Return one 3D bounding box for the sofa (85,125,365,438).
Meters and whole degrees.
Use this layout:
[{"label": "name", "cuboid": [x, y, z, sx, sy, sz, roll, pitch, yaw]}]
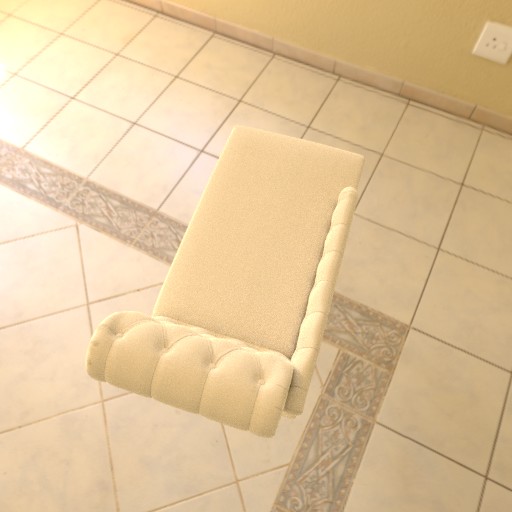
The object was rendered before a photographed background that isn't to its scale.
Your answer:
[{"label": "sofa", "cuboid": [0.000, 0.000, 1.846, 0.675, 0.787, 1.379, 16, 64, 8]}]
